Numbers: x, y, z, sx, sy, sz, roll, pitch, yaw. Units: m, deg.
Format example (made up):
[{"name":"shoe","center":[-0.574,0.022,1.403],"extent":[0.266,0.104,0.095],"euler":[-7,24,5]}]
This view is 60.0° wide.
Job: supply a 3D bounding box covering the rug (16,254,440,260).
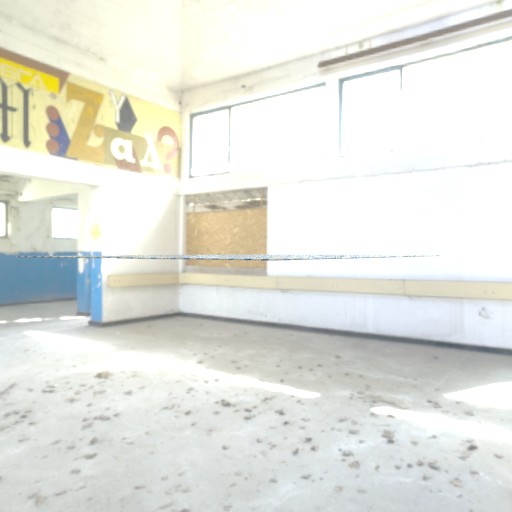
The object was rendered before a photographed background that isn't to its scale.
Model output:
[{"name":"rug","center":[0.000,0.000,4.007],"extent":[2.453,0.008,3.059],"euler":[0,1,36]}]
